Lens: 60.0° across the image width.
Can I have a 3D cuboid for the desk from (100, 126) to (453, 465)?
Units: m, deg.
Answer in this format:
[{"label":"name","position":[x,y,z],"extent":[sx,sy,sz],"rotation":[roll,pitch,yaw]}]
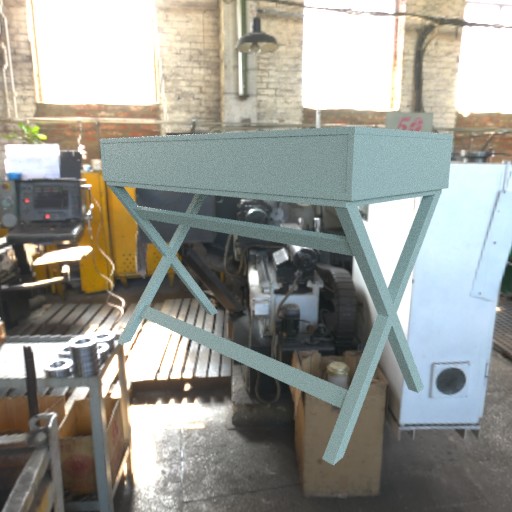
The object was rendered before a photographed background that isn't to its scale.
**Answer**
[{"label":"desk","position":[0.000,0.000,1.505],"extent":[1.057,0.780,0.525],"rotation":[12,18,43]}]
